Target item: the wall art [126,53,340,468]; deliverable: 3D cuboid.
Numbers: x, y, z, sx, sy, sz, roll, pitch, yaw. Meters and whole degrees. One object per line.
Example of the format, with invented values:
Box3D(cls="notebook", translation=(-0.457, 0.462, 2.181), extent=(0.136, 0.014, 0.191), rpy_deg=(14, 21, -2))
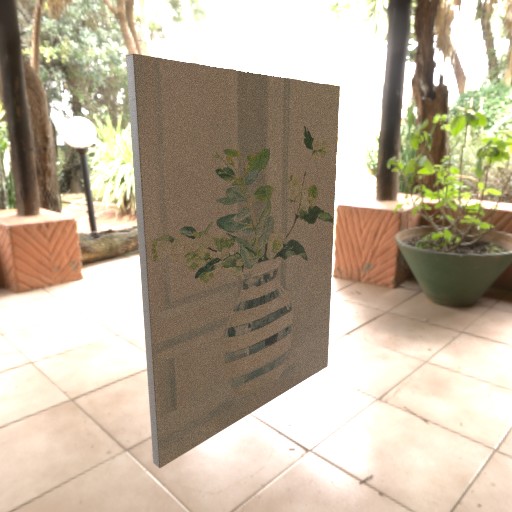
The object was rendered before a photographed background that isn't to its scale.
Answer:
Box3D(cls="wall art", translation=(0.000, 0.000, 1.580), extent=(0.038, 1.212, 0.914), rpy_deg=(14, 20, 42))
